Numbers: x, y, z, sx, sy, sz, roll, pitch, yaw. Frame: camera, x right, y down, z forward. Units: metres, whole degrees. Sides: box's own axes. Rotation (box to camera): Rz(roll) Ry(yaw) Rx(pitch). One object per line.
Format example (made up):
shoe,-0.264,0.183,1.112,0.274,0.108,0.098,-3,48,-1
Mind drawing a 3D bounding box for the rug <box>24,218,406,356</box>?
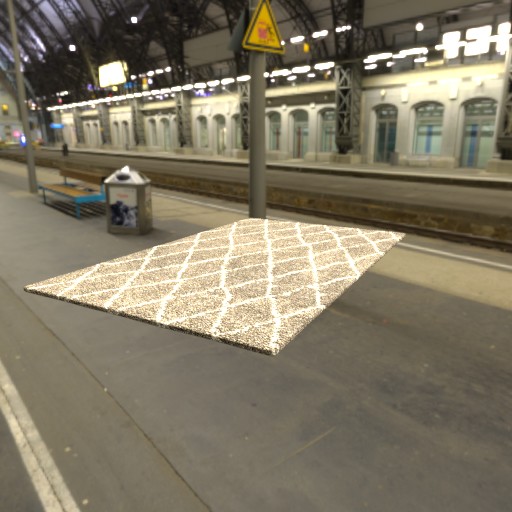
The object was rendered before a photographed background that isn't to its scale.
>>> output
rug,0.000,0.000,3.053,1.524,0.030,2.438,8,17,28
